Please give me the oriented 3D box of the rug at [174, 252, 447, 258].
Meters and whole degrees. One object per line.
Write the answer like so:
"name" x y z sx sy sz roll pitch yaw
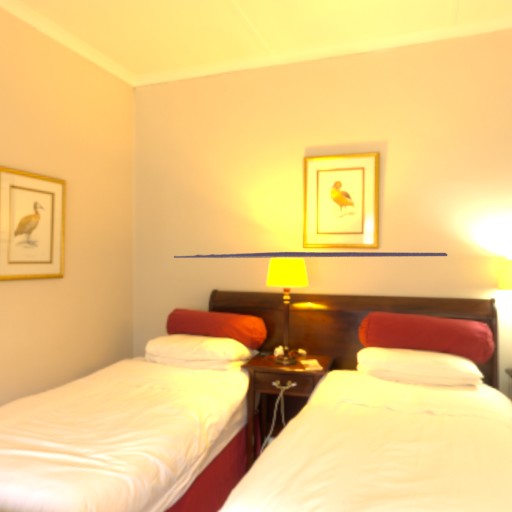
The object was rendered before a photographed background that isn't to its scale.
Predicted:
"rug" 0.000 0.000 2.461 0.602 0.016 2.283 0 0 -18
